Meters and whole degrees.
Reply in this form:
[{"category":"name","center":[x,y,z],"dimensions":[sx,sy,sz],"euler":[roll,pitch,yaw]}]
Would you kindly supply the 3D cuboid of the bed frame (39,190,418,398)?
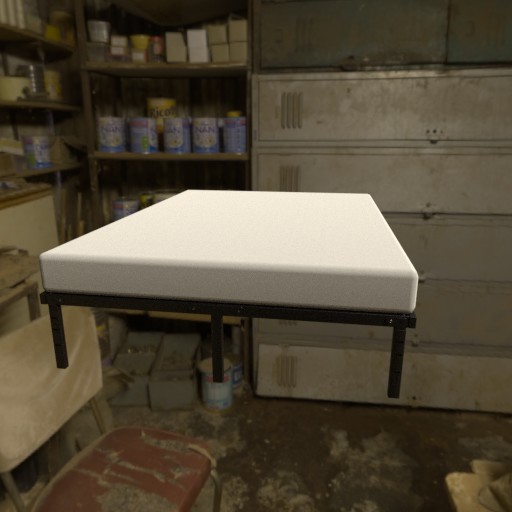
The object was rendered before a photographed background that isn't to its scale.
[{"category":"bed frame","center":[0.000,0.000,3.542],"dimensions":[1.990,0.680,2.635],"euler":[3,16,9]}]
